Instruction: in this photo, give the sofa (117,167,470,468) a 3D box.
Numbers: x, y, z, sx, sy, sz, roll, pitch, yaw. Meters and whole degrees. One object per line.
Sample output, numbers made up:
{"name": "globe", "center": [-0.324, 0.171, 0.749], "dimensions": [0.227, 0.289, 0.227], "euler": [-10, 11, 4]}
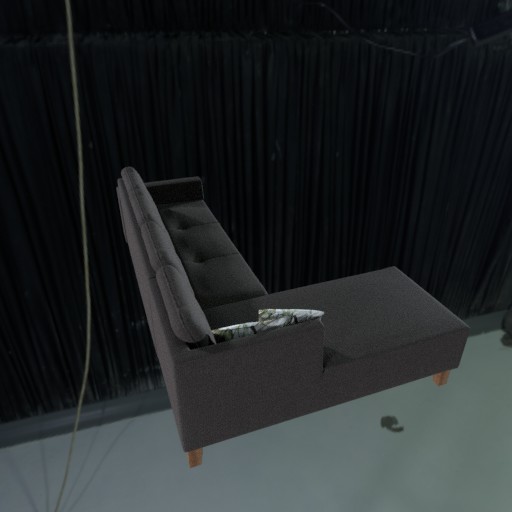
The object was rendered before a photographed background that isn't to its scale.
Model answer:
{"name": "sofa", "center": [0.000, 0.000, 3.511], "dimensions": [1.829, 0.932, 2.679], "euler": [-11, 32, -18]}
